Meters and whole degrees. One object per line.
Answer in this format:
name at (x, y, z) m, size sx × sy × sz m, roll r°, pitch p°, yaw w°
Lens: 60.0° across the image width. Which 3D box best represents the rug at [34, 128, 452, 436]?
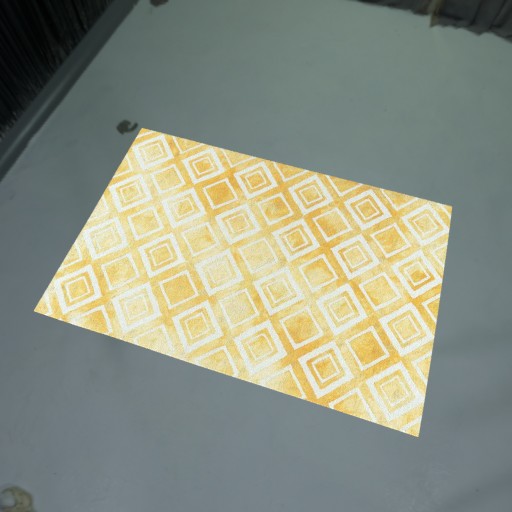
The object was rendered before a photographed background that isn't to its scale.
rug at (0.000, 0.000, 2.246) m, size 1.829 × 0.010 × 1.213 m, roll 16°, pitch 64°, yaw 8°
